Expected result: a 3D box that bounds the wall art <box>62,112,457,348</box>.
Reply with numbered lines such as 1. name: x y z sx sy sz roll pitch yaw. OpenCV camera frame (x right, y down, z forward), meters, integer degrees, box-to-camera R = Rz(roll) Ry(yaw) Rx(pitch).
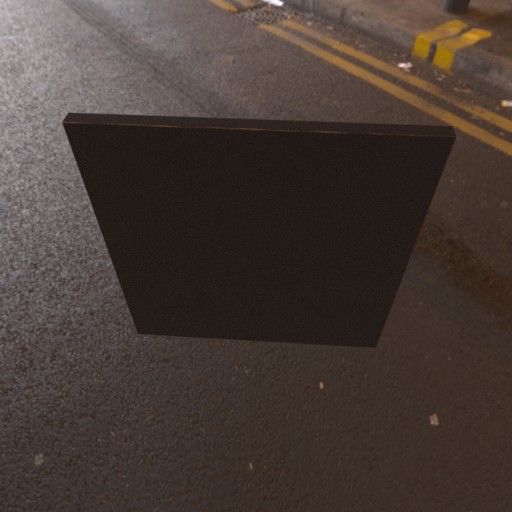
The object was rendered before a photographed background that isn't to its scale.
1. wall art: 0.000 0.000 1.146 0.762 0.762 0.038 3 47 3
